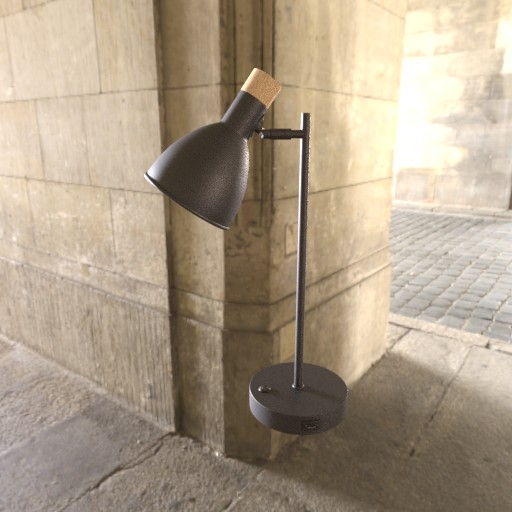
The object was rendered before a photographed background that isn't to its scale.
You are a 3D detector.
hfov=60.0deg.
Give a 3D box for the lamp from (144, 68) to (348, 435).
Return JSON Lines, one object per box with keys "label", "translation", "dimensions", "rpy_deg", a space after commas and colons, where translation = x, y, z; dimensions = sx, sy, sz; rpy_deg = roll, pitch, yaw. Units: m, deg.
{"label": "lamp", "translation": [0.000, 0.000, 0.614], "dimensions": [0.287, 0.483, 0.152], "rpy_deg": [-2, 16, -9]}
